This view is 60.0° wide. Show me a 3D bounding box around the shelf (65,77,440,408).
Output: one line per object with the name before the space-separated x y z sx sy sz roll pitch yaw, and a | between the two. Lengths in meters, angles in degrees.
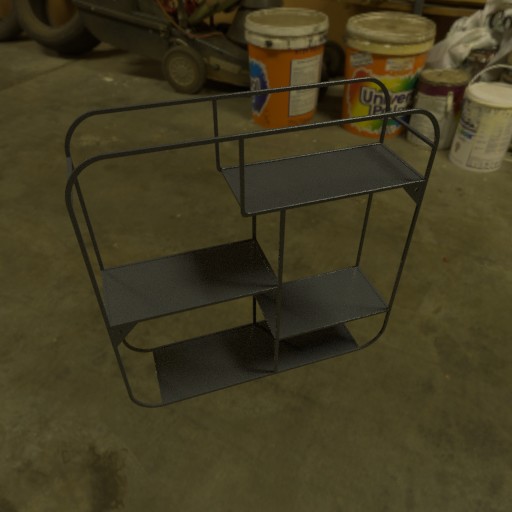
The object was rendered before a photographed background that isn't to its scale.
shelf | 0.000 0.000 0.887 0.600 0.600 0.160 -12 42 -14
